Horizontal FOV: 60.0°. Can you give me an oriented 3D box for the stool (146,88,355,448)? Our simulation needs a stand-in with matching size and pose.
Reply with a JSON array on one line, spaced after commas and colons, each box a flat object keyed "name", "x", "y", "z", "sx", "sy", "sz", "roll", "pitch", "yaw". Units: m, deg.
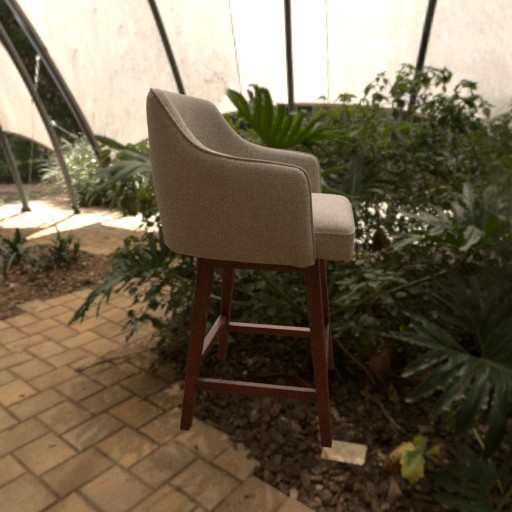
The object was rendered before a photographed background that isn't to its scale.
[{"name": "stool", "x": 0.000, "y": 0.000, "z": 1.341, "sx": 0.558, "sy": 0.944, "sz": 0.599, "roll": 3, "pitch": 16, "yaw": 10}]
